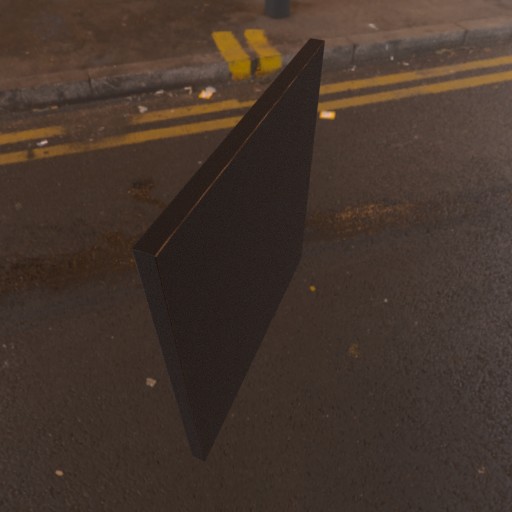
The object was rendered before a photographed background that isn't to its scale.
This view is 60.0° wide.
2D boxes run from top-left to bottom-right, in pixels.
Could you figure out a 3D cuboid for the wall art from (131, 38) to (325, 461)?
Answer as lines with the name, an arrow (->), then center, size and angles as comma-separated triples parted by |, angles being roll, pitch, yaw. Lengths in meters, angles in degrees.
wall art -> 0.000, 0.000, 1.094 | 0.038, 0.762, 0.762 | 17, 49, 15
